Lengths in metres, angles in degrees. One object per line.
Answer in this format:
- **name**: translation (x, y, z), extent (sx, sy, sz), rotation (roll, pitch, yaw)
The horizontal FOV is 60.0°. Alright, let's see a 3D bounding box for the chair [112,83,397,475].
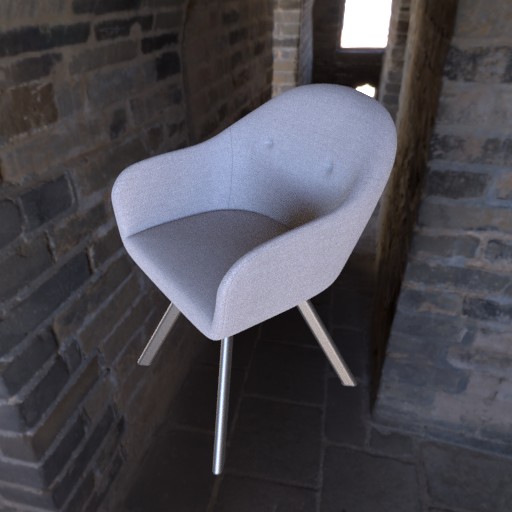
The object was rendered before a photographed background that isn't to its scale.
- **chair**: translation (0.000, 0.000, 1.141), extent (0.570, 0.780, 0.540), rotation (-21, 37, -30)
